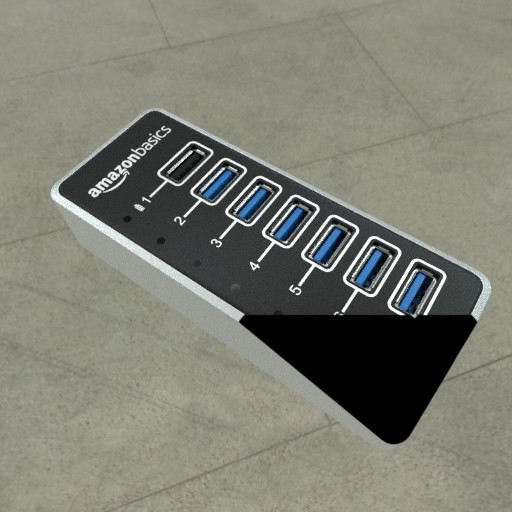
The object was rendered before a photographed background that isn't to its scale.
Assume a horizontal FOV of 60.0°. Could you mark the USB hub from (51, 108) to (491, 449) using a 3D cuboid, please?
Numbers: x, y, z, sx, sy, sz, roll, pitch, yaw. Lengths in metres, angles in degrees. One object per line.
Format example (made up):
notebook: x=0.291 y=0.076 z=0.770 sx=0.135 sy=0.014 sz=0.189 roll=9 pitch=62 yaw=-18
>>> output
USB hub: x=0.000 y=0.000 z=0.122 sx=0.110 sy=0.023 sz=0.044 roll=31 pitch=63 yaw=18
